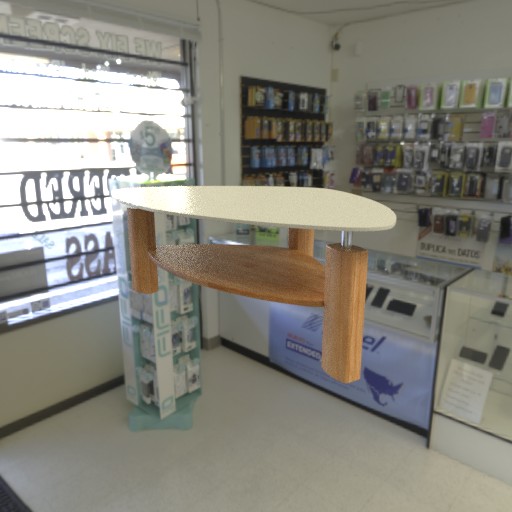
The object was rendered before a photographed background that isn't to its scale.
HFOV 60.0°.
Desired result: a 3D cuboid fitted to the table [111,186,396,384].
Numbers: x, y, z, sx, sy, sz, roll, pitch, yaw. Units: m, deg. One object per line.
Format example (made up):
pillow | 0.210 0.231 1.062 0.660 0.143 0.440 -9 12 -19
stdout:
table | 0.000 0.000 1.656 0.850 0.440 1.250 -14 20 -43
